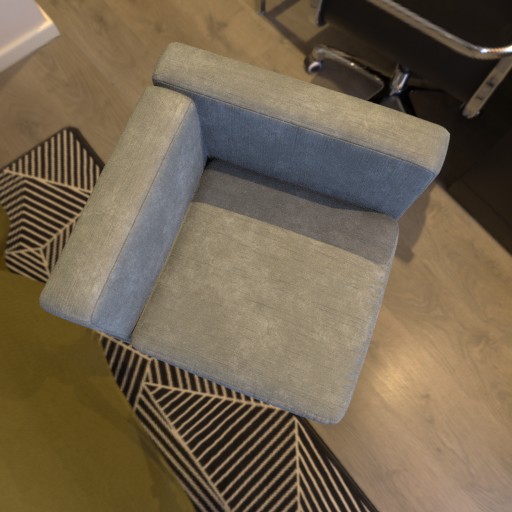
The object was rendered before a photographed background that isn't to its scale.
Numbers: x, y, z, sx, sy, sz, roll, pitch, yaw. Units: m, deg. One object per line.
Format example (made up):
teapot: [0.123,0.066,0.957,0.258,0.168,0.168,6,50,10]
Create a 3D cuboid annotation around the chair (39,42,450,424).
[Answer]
chair: [0.000,0.000,1.182,0.680,0.660,0.680,19,75,5]
